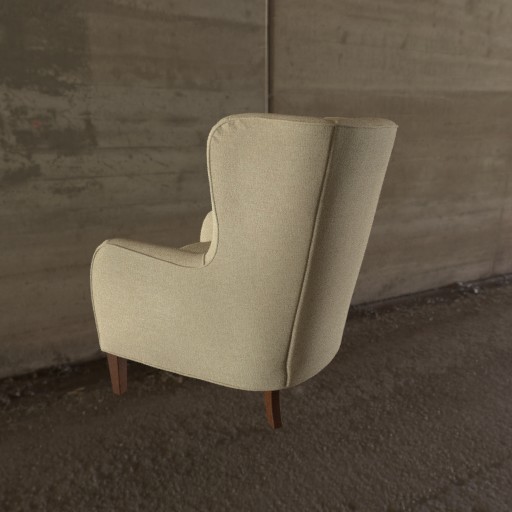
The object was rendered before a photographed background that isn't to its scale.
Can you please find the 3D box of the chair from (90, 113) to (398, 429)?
[{"bbox_3d":[0.000,0.000,1.726,0.966,1.040,0.838,8,18,25],"label":"chair"}]
